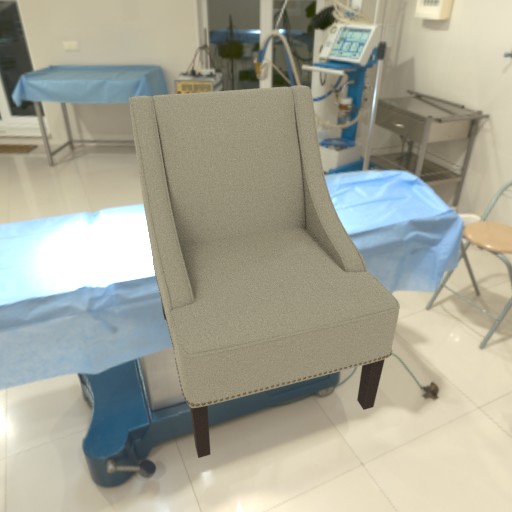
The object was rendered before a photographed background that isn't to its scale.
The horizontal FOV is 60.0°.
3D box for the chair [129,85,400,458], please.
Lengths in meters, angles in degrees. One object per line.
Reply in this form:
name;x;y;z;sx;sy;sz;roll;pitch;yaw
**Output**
chair;0.000;0.000;1.388;0.610;0.864;0.737;-10;33;-16
